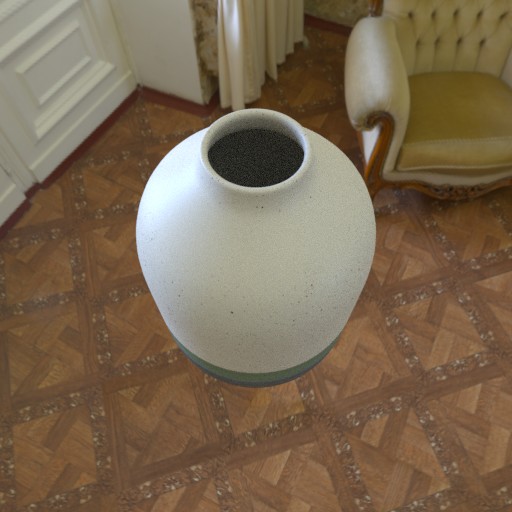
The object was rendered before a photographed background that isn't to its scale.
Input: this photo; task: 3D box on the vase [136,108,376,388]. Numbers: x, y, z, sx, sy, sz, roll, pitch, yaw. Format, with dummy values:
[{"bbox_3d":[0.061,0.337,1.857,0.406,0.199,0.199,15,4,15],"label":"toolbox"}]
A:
[{"bbox_3d":[0.000,0.000,0.350,0.169,0.240,0.169,0,60,0],"label":"vase"}]
